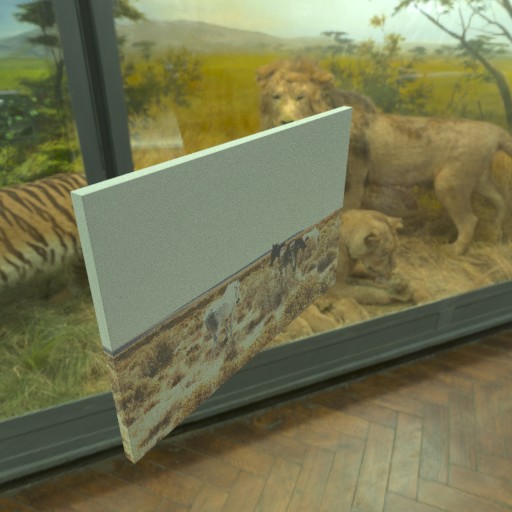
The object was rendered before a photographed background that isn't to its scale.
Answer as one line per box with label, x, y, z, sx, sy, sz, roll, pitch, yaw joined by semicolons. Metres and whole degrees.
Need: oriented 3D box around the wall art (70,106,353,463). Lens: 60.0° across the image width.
wall art;0.000;0.000;1.893;0.051;1.016;1.520;20;34;32
